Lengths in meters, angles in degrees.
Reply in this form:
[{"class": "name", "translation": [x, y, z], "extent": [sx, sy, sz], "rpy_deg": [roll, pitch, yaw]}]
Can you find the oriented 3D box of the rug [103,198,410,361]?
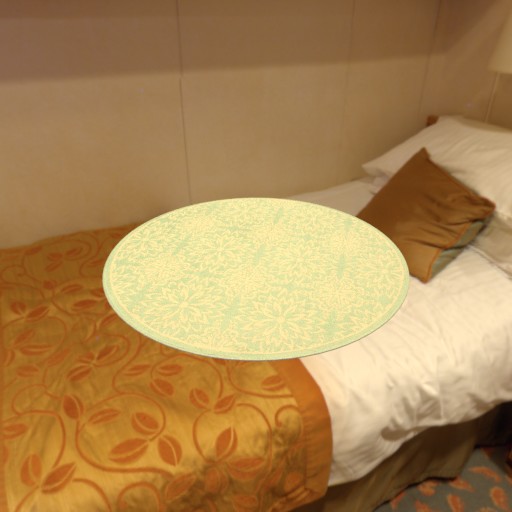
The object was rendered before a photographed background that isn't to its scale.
[{"class": "rug", "translation": [0.000, 0.000, 2.399], "extent": [1.593, 0.012, 1.593], "rpy_deg": [0, 31, 0]}]
